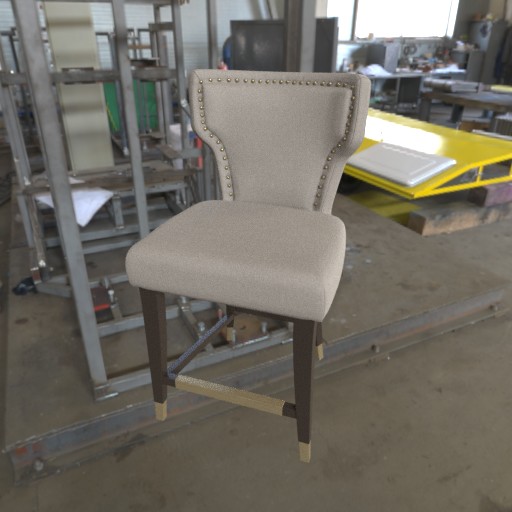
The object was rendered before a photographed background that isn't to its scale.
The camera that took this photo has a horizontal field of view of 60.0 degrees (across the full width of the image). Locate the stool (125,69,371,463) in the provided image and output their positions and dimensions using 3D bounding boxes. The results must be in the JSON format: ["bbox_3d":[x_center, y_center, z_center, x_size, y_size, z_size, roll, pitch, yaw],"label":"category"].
[{"bbox_3d":[0.000,0.000,1.303,0.527,0.982,0.563,9,28,17],"label":"stool"}]
